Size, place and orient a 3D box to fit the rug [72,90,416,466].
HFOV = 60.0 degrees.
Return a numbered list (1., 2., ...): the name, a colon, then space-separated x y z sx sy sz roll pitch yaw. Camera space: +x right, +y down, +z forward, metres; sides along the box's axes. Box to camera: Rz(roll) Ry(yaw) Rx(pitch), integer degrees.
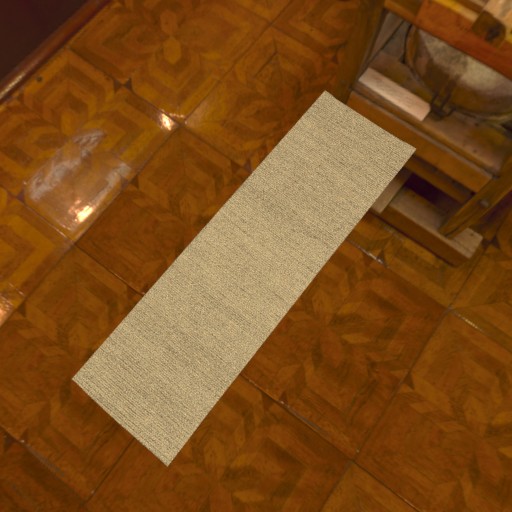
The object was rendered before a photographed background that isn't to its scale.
1. rug: 0.000 0.000 2.561 0.692 0.032 2.320 38 78 10
